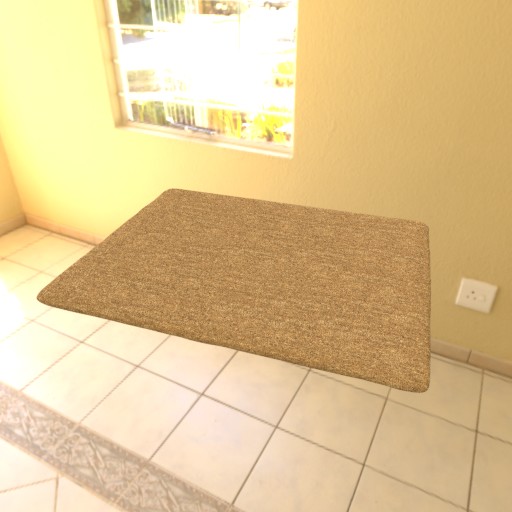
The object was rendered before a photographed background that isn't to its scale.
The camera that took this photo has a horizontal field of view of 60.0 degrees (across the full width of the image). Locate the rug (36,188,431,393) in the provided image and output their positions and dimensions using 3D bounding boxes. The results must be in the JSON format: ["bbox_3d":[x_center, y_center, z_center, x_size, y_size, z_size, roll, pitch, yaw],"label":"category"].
[{"bbox_3d":[0.000,0.000,3.824,2.873,0.050,2.242,10,33,15],"label":"rug"}]
